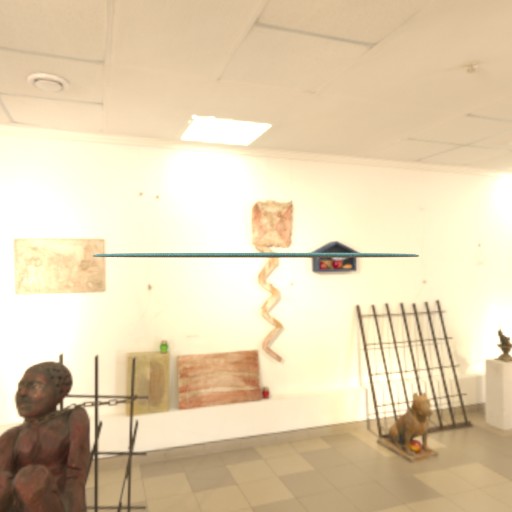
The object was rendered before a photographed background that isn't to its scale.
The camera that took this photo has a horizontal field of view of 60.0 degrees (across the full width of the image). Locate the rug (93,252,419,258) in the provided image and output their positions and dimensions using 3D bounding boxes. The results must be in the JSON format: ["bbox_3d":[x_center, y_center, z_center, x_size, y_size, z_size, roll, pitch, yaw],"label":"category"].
[{"bbox_3d":[0.000,0.000,2.307,1.593,0.012,1.593,0,0,0],"label":"rug"}]
